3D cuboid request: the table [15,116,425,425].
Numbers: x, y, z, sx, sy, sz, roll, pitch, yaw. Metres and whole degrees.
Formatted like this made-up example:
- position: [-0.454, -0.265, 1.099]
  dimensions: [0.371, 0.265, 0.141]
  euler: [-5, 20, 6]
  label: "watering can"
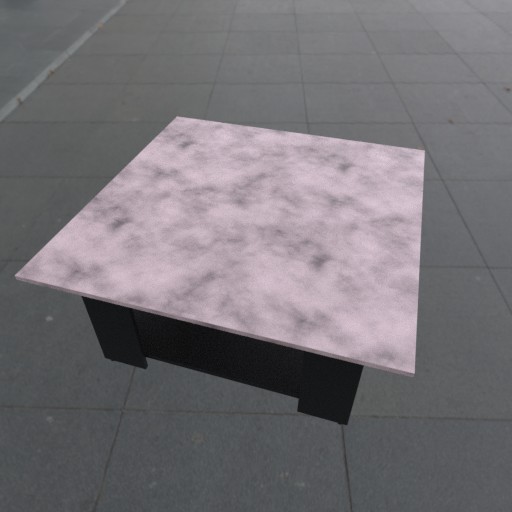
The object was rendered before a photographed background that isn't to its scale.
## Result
- position: [0.000, 0.000, 1.034]
  dimensions: [0.670, 0.305, 0.670]
  euler: [12, 43, 13]
  label: "table"
